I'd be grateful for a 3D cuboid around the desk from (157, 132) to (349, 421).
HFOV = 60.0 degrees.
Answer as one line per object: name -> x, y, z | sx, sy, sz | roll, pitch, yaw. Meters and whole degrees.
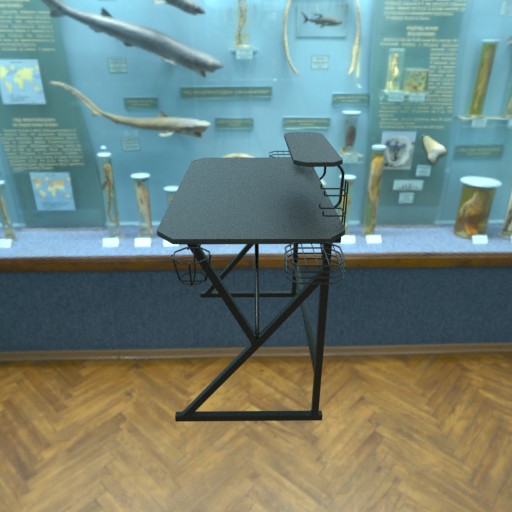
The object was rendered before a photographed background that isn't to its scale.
desk -> 0.000, 0.000, 1.778 | 0.580, 0.880, 1.290 | 0, 25, -1
